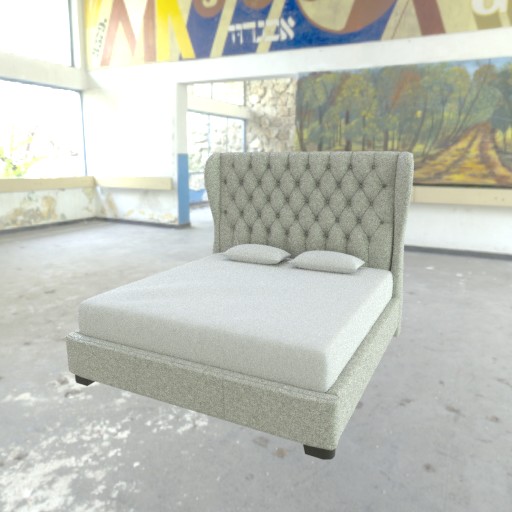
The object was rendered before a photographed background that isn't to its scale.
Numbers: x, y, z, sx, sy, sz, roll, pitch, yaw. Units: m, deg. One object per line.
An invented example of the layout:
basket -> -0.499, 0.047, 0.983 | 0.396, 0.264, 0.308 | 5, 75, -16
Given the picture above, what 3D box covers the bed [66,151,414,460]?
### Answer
bed -> 0.000, 0.000, 3.805 | 2.219, 1.771, 2.347 | 6, 14, 26
